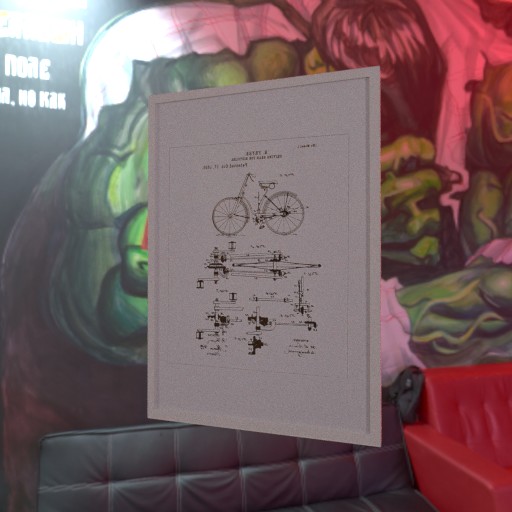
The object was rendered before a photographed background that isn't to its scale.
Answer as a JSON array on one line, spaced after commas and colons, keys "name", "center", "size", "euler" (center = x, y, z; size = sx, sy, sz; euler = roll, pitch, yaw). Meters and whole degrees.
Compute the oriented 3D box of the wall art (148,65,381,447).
[{"name": "wall art", "center": [0.000, 0.000, 0.612], "size": [0.332, 0.477, 0.015], "euler": [0, -1, 18]}]
